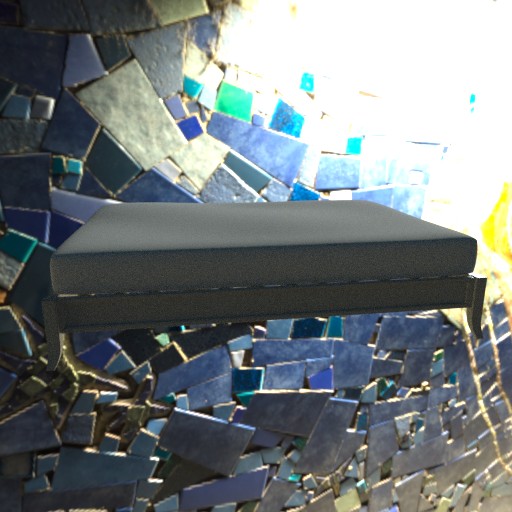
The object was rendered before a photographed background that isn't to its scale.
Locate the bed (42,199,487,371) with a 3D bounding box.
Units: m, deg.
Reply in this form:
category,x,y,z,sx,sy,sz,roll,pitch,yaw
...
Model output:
category,x,y,z,sx,sy,sz,roll,pitch,yaw
bed,0.000,0.000,2.607,1.985,0.510,1.460,-2,16,-8
